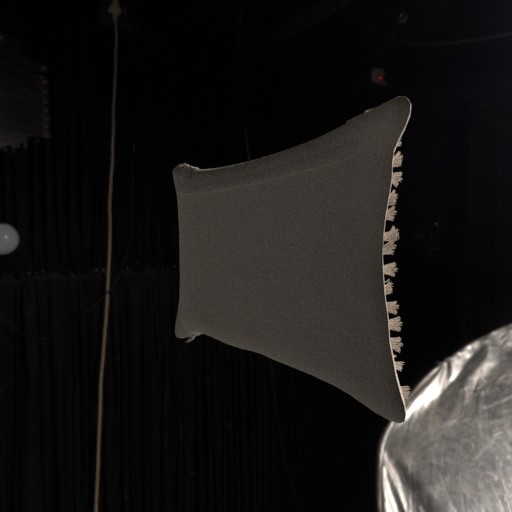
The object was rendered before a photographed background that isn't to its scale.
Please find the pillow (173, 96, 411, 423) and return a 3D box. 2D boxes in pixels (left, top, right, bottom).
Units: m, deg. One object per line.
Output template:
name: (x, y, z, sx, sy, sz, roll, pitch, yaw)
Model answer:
pillow: (0.000, 0.000, 0.587, 0.084, 0.305, 0.466, -1, 2, -36)
